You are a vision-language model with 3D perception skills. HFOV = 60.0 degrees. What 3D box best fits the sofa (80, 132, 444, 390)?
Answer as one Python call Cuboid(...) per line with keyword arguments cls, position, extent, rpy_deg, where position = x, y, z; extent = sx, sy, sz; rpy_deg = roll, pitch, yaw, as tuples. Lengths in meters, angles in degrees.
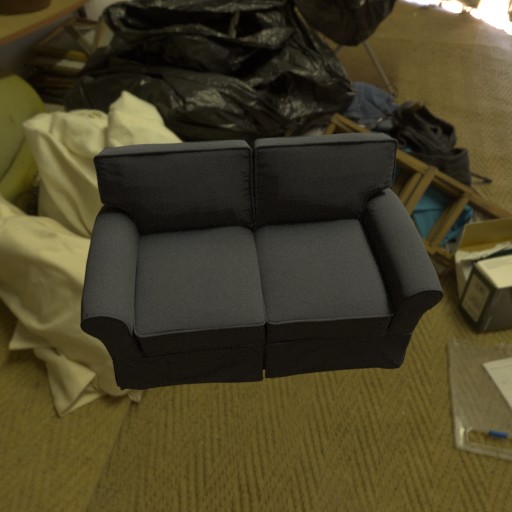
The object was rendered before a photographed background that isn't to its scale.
Cuboid(cls="sofa", position=(0.000, 0.000, 2.505), extent=(1.801, 1.059, 0.997), rpy_deg=(-4, 46, -4))
